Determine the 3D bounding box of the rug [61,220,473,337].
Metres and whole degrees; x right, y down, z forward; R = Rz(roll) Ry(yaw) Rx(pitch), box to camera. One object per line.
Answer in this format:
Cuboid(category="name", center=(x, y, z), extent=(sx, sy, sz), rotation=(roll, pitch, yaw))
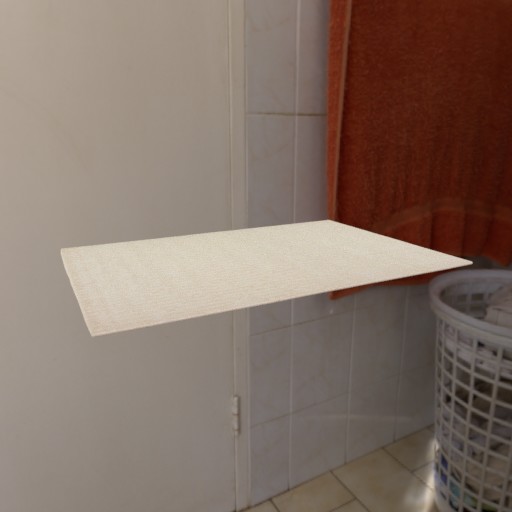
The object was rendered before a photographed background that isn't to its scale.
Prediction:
Cuboid(category="rug", center=(0.000, 0.000, 2.360), extent=(1.848, 0.014, 1.238), rotation=(-8, 18, -26))
